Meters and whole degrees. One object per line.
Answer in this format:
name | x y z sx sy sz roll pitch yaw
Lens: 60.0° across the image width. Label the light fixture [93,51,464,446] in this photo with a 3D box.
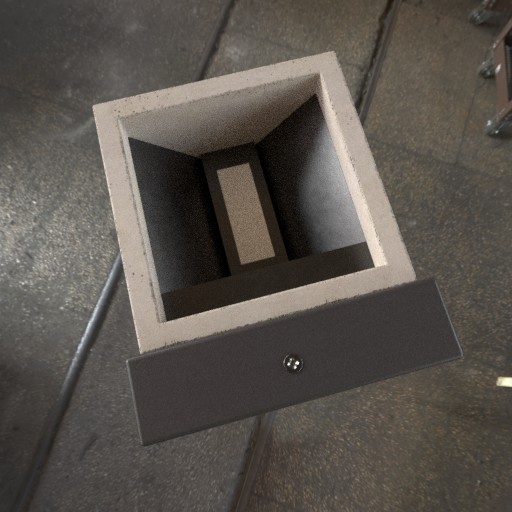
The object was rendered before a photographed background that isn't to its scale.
light fixture | 0.000 0.000 0.233 0.121 0.121 0.143 -14 76 -4
